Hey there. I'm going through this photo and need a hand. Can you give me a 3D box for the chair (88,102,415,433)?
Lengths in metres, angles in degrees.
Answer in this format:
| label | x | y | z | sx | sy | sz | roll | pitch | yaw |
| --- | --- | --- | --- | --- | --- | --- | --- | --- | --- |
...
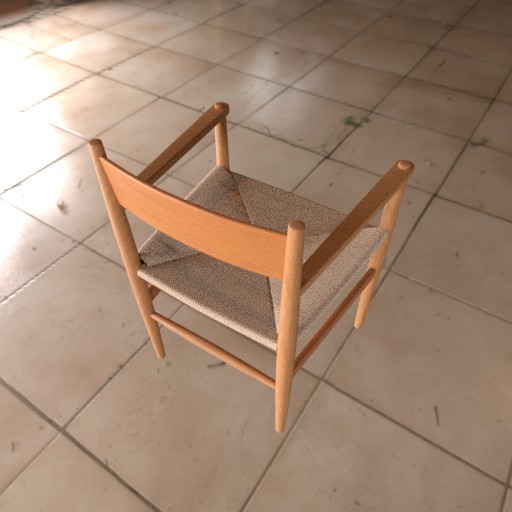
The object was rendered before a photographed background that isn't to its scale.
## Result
| label | x | y | z | sx | sy | sz | roll | pitch | yaw |
| --- | --- | --- | --- | --- | --- | --- | --- | --- | --- |
| chair | 0.000 | 0.000 | 1.141 | 0.556 | 0.762 | 0.495 | 25 | 51 | 22 |
